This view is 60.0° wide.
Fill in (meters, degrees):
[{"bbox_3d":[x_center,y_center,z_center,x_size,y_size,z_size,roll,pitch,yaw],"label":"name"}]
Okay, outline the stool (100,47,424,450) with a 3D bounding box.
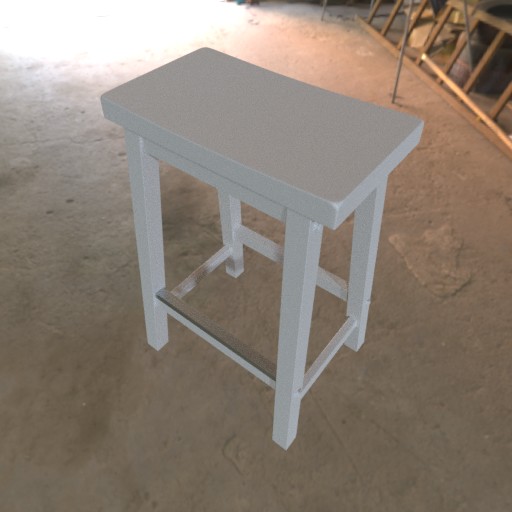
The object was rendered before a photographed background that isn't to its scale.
[{"bbox_3d":[0.000,0.000,0.843,0.406,0.610,0.322,30,53,25],"label":"stool"}]
